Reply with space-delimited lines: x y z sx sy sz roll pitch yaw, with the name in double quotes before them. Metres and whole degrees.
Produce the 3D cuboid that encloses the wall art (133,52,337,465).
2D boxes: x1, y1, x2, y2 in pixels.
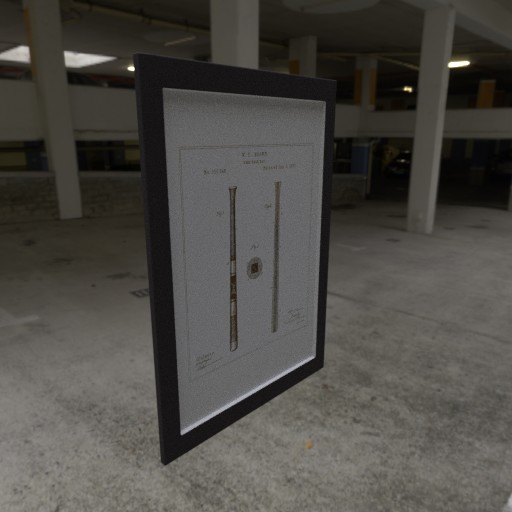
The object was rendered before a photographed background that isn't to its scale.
"wall art" 0.000 0.000 0.677 0.012 0.529 0.374 14 21 42
